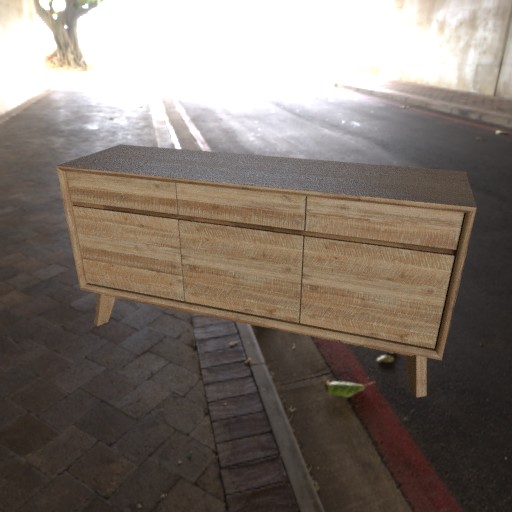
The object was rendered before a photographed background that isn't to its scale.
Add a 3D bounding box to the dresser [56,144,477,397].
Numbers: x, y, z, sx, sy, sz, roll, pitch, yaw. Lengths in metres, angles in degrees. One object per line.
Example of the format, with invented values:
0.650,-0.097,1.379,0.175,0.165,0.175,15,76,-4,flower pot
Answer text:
0.000,0.000,1.971,1.602,0.788,0.455,8,27,17,dresser
